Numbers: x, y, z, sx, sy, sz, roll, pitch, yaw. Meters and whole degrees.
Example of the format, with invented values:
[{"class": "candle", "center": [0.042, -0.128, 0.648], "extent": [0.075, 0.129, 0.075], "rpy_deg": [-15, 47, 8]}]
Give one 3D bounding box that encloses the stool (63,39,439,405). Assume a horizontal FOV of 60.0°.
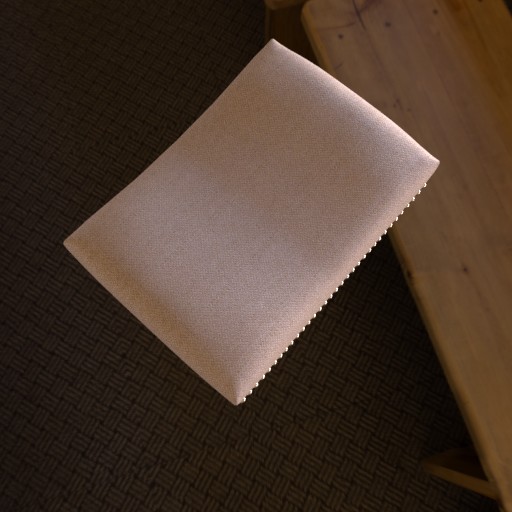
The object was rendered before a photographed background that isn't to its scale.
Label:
[{"class": "stool", "center": [0.000, 0.000, 1.021], "extent": [0.372, 0.742, 0.504], "rpy_deg": [40, 79, 10]}]
